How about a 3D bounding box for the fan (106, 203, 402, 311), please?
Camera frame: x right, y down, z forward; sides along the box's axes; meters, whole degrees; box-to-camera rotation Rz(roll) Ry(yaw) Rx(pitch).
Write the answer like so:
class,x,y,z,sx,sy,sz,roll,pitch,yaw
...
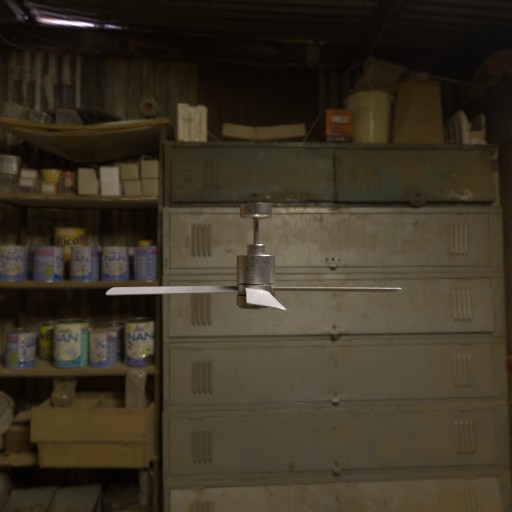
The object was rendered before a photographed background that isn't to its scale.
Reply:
class,x,y,z,sx,sy,sz,roll,pitch,yaw
fan,0.000,0.000,2.333,1.525,0.539,1.525,0,0,-2
